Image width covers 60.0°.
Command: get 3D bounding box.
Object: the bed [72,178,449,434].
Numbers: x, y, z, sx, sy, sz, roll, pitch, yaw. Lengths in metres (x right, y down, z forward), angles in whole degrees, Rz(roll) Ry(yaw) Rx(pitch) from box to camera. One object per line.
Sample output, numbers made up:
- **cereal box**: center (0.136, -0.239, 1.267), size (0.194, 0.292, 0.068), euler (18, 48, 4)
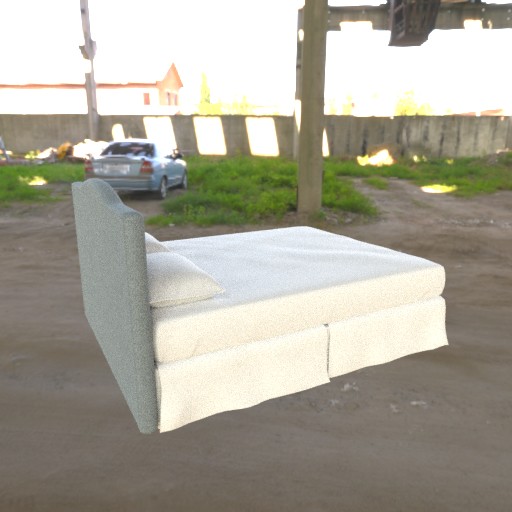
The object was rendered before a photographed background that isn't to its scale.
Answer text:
- **bed**: center (0.000, 0.000, 3.929), size (2.689, 1.457, 2.161), euler (-8, 17, -28)
